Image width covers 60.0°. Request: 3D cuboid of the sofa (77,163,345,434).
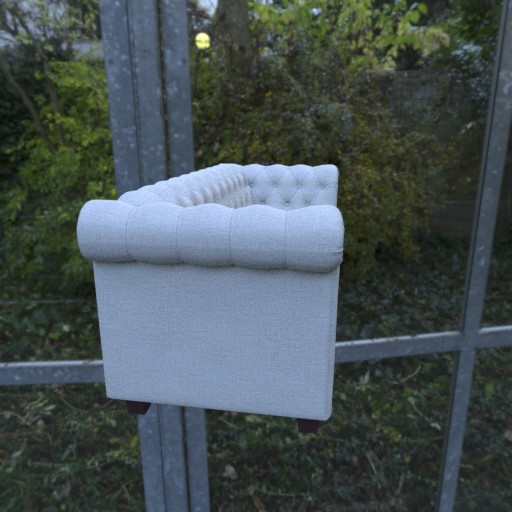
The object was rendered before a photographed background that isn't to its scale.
[{"bbox_3d":[0.000,0.000,2.164,0.783,0.797,1.798,3,16,9],"label":"sofa"}]
